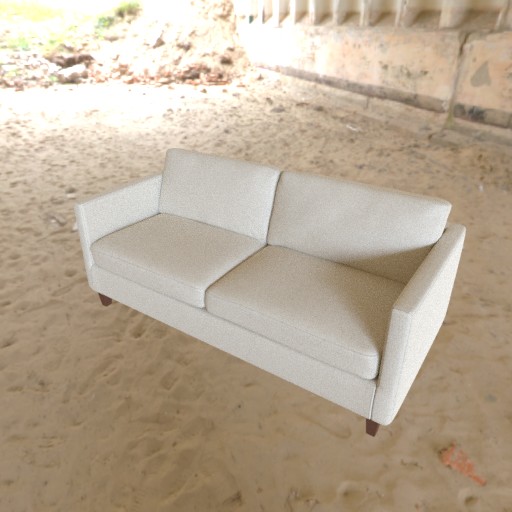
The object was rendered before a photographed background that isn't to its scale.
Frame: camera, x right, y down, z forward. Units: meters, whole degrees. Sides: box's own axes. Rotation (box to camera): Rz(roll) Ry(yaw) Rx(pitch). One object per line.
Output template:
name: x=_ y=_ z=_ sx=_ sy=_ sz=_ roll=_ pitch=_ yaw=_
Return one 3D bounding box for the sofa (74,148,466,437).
sofa: x=0.000 y=0.000 z=2.518 sx=1.981 sy=0.889 sz=0.965 roll=18 pitch=33 yaw=29
